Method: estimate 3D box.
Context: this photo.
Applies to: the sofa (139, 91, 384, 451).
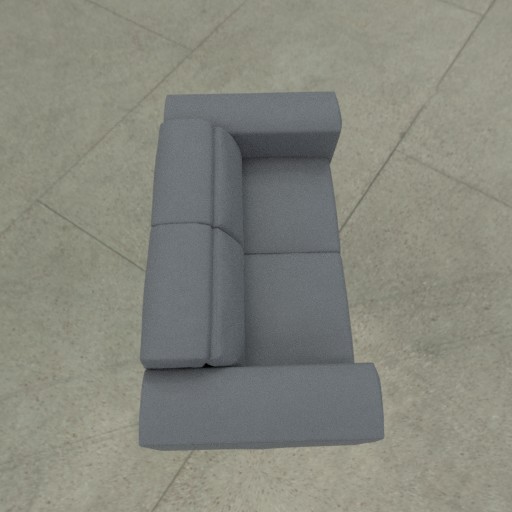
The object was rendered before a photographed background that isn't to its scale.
[{"bbox_3d":[0.000,0.000,2.363,1.003,0.779,1.895,-1,64,-1],"label":"sofa"}]
